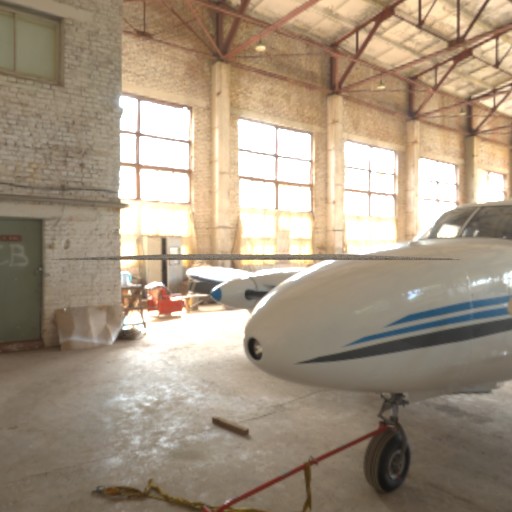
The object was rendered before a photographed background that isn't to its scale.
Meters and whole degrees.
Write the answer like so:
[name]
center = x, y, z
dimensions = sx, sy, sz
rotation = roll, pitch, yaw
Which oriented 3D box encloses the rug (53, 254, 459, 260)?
[rug]
center = 0.000, 0.000, 2.107
dimensions = 1.190, 0.003, 1.634
rotation = 0, 1, 0
